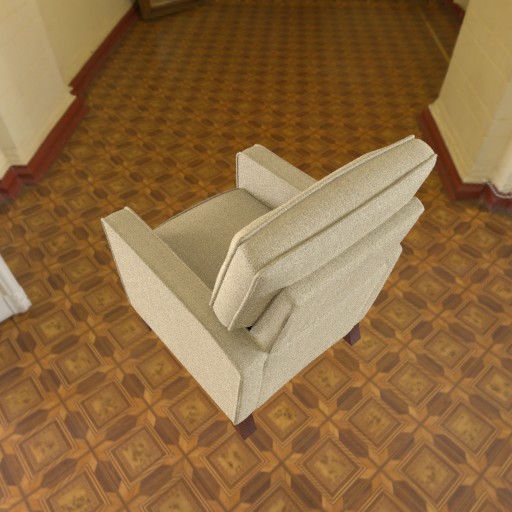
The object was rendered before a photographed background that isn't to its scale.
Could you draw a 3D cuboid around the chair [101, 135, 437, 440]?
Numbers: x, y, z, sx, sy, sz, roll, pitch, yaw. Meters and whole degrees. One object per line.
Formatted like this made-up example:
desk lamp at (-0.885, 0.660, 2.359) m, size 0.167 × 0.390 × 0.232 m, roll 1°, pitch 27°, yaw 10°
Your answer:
chair at (0.000, 0.000, 1.395) m, size 0.648 × 0.888 × 0.754 m, roll -32°, pitch 54°, yaw -28°
